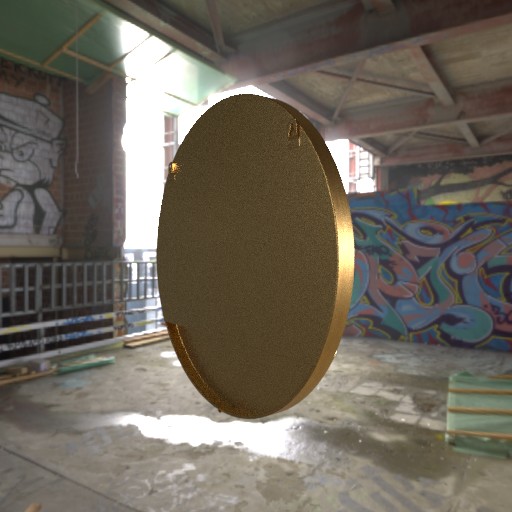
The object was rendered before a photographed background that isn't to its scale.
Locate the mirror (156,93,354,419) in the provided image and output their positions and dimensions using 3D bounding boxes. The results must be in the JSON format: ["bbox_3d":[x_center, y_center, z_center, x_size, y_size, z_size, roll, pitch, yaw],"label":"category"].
[{"bbox_3d":[0.000,0.000,0.684,0.133,0.457,0.457,-1,1,-37],"label":"mirror"}]
